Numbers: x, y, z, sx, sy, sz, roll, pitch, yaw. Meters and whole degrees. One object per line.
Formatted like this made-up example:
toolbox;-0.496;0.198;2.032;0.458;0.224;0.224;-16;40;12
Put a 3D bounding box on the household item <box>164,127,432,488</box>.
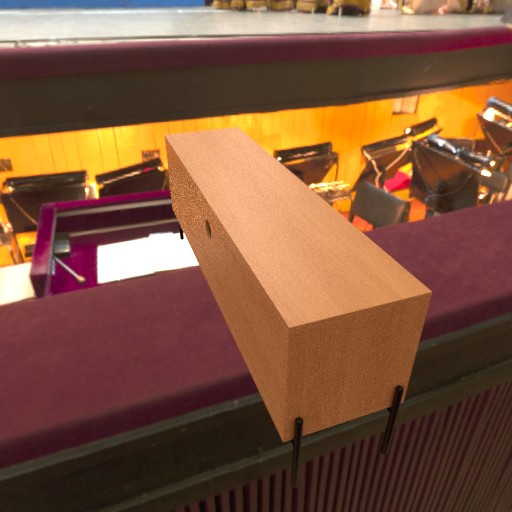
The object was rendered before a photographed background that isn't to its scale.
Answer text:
household item;0.000;0.000;1.784;0.400;0.600;1.550;-11;34;-17
